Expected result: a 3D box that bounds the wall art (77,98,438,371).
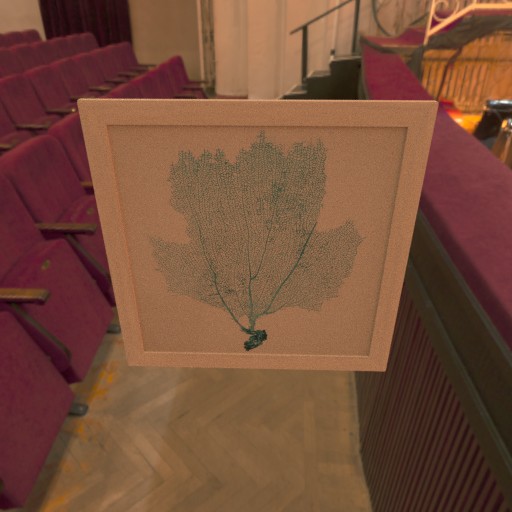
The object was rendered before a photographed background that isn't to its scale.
[{"bbox_3d":[0.000,0.000,0.866,0.584,0.584,0.013,1,30,1],"label":"wall art"}]
